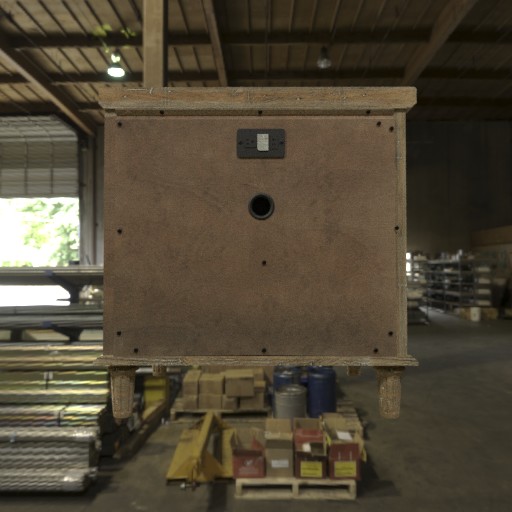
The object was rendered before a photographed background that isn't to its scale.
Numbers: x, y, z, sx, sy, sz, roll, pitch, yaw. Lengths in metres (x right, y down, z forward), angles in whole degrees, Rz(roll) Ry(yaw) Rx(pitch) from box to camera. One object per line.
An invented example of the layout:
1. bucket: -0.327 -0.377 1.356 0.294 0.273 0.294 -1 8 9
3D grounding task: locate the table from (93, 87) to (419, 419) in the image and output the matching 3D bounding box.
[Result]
1. table: 0.000 0.000 1.161 0.686 0.711 0.457 0 -1 0
